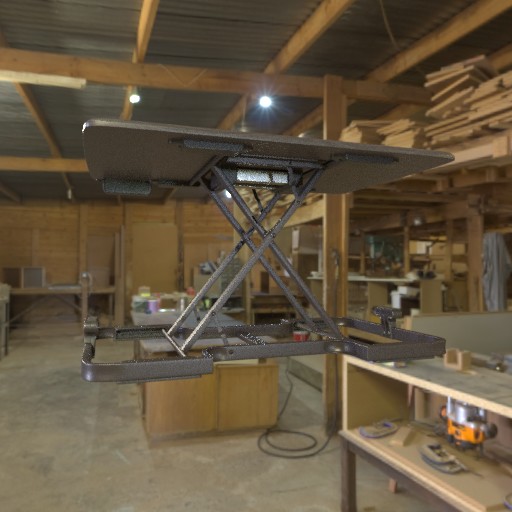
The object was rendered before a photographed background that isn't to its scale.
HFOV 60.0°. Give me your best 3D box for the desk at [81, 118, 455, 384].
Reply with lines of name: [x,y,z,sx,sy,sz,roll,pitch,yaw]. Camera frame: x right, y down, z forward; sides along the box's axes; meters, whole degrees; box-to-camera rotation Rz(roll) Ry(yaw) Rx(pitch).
desk: [0.000,0.000,1.137,0.820,0.470,0.546,0,-1,-19]
